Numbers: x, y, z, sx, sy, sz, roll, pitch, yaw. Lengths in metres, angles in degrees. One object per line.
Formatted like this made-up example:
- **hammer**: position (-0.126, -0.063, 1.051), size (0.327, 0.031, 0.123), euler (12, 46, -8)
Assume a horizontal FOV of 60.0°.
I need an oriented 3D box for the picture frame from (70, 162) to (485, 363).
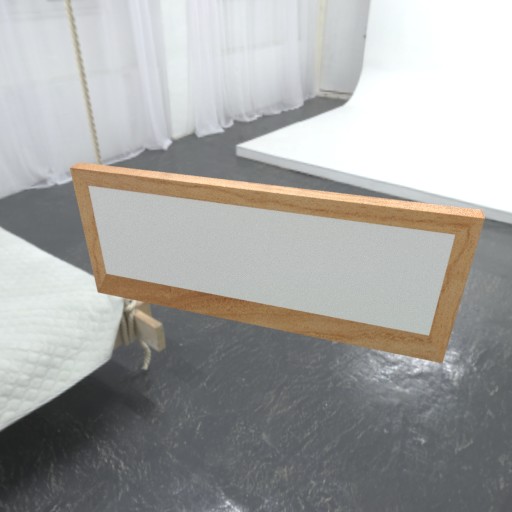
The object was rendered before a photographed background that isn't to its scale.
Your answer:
- **picture frame**: position (0.000, 0.000, 0.678), size (0.582, 0.234, 0.045), euler (9, 32, 15)
